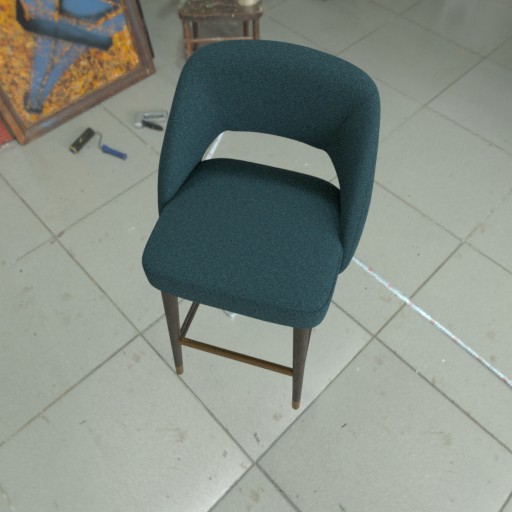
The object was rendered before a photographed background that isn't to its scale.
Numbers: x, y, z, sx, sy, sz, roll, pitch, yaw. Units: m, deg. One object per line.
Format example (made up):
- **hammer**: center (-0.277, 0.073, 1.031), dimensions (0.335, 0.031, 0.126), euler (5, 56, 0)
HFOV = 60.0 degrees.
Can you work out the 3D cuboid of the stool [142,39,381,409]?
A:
- **stool**: center (0.000, 0.000, 1.294), dimensions (0.536, 1.032, 0.522), euler (14, 58, 9)
